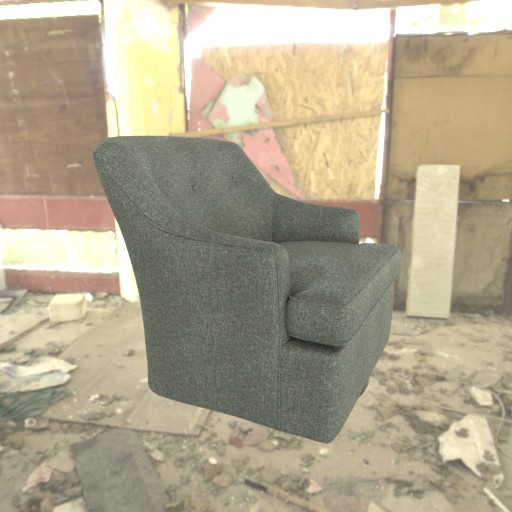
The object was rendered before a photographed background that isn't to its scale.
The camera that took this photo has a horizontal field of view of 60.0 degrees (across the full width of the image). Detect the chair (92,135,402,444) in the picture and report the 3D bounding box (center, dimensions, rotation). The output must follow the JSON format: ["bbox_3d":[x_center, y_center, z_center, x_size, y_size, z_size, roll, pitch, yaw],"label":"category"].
[{"bbox_3d":[0.000,0.000,1.621,0.923,0.856,0.864,7,16,26],"label":"chair"}]
